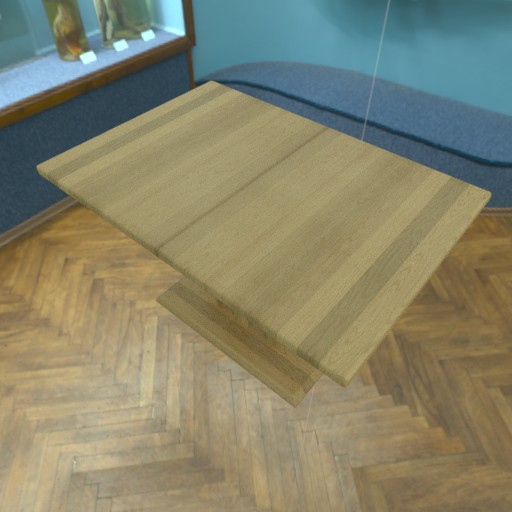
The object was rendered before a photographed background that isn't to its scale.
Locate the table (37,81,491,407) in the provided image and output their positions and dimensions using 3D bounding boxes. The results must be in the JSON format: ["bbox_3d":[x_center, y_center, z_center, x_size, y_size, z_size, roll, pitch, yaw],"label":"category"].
[{"bbox_3d":[0.000,0.000,1.799,1.300,0.770,0.900,31,54,27],"label":"table"}]
